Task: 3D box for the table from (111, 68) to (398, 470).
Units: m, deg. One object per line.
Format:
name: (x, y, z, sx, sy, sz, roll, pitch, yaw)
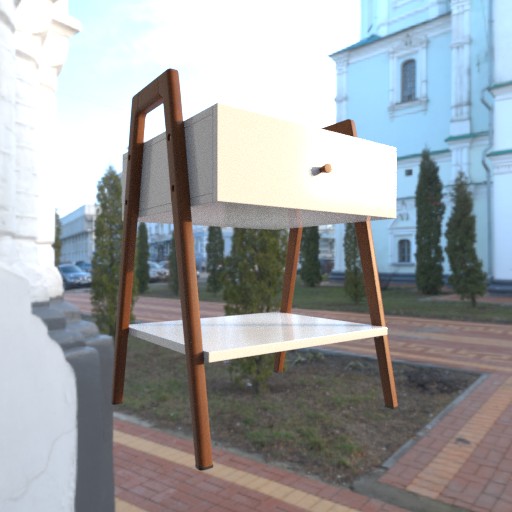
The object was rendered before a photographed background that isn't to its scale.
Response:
table: (0.000, 0.000, 0.901, 0.457, 0.610, 0.405, 1, -1, -37)
